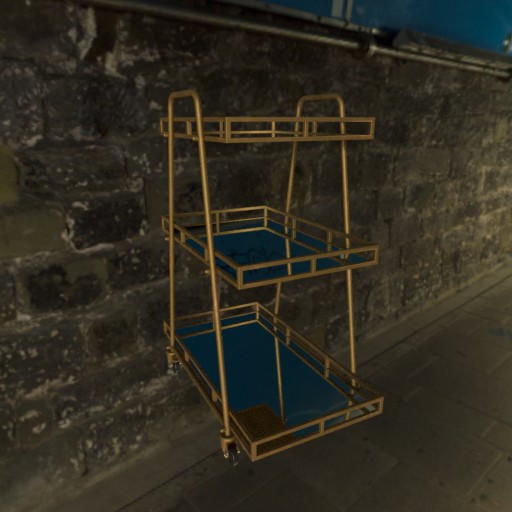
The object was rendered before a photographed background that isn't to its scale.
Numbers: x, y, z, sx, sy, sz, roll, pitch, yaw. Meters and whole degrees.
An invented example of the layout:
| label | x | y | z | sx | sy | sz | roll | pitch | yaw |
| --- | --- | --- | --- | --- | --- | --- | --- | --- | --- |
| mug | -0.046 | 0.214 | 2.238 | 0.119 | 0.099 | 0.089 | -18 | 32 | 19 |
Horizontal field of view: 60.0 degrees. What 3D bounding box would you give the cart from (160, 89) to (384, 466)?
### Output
| label | x | y | z | sx | sy | sz | roll | pitch | yaw |
| --- | --- | --- | --- | --- | --- | --- | --- | --- | --- |
| cart | 0.000 | 0.000 | 1.277 | 0.441 | 0.883 | 0.711 | -9 | 19 | -26 |
